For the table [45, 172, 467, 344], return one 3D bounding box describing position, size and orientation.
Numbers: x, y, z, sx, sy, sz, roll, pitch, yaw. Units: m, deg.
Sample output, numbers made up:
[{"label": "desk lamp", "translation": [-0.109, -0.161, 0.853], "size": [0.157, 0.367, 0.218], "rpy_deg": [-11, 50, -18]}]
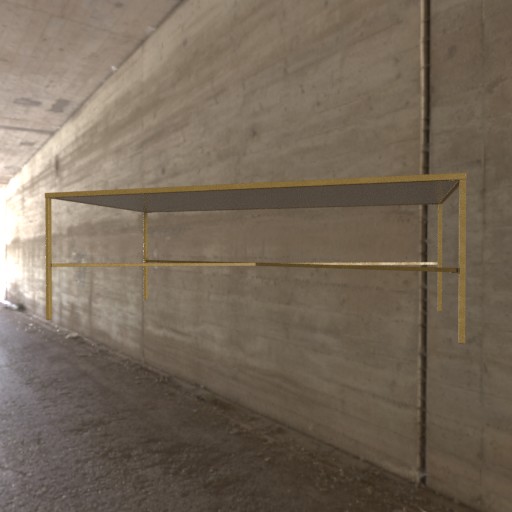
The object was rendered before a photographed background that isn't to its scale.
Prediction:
[{"label": "table", "translation": [0.000, 0.000, 1.486], "size": [1.206, 0.398, 0.580], "rpy_deg": [0, 1, 18]}]
